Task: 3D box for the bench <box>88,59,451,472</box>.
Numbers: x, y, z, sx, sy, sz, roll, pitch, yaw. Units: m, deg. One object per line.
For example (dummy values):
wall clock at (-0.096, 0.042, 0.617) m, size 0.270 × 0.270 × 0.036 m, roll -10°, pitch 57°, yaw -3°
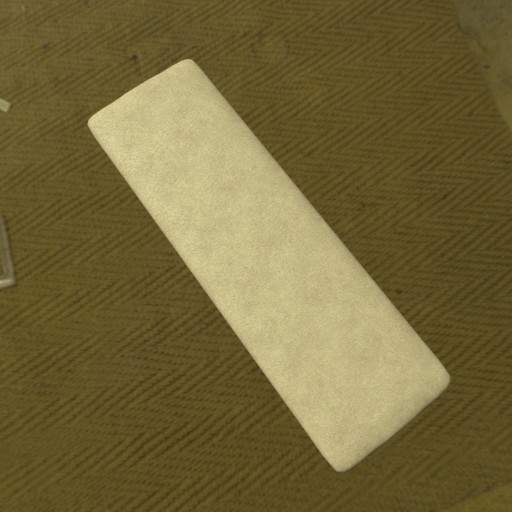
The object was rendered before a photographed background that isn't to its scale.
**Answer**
bench at (0.000, 0.000, 1.679) m, size 0.470 × 0.447 × 1.482 m, roll -36°, pitch 78°, yaw -8°
